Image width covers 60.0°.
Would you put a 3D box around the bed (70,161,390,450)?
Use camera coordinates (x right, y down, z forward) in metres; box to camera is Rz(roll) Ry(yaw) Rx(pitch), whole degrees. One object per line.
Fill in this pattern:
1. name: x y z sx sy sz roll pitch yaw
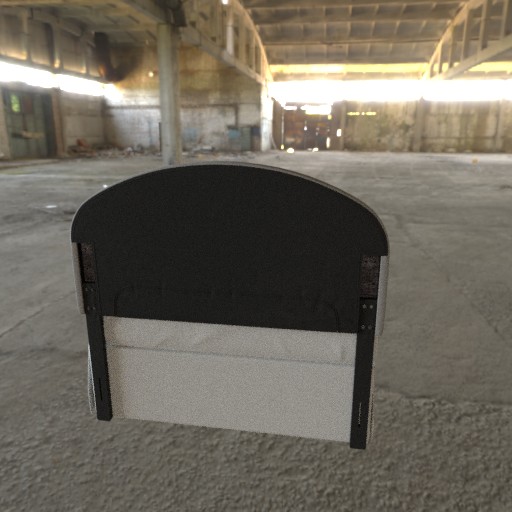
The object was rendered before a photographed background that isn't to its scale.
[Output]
1. bed: 0.000 0.000 3.089 1.607 1.410 2.005 3 16 9
